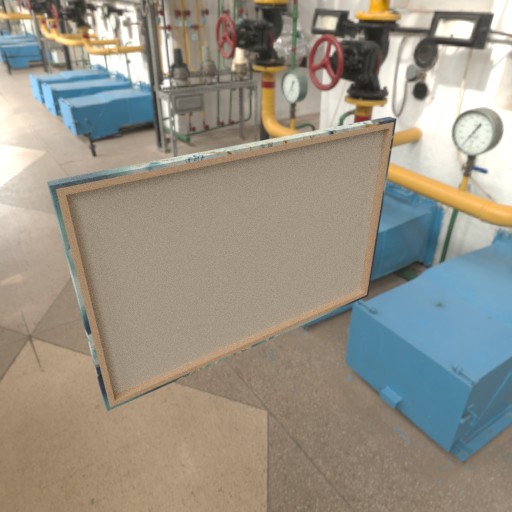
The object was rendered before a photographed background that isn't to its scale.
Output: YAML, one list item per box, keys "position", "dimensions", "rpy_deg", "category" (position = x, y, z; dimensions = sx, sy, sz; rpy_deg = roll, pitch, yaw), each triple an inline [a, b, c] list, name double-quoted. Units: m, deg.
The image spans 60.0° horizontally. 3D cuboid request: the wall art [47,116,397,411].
- position: [0.000, 0.000, 1.481]
  dimensions: [1.138, 0.759, 0.035]
  rpy_deg: [-18, 35, -28]
  category: "wall art"
